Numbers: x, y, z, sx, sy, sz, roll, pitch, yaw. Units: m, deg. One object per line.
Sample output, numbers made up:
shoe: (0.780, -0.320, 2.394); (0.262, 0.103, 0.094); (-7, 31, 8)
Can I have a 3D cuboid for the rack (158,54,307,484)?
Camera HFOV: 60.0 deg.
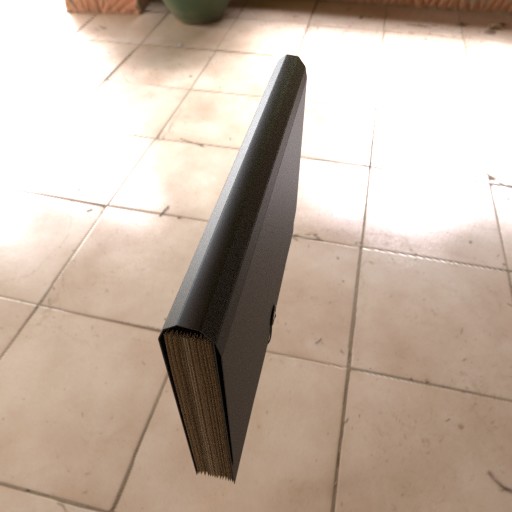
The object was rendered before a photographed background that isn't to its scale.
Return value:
rack: (0.000, 0.000, 0.418); (0.041, 0.241, 0.330); (9, 47, 8)
